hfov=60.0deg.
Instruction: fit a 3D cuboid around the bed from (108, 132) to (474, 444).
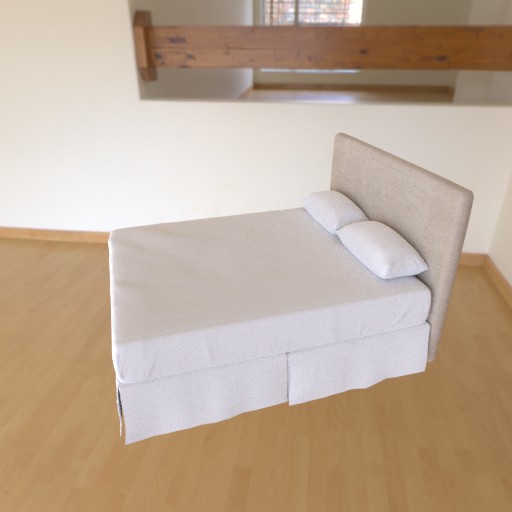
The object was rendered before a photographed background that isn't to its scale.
[{"bbox_3d":[0.000,0.000,3.230,2.162,1.330,1.713,-8,29,-15],"label":"bed"}]
